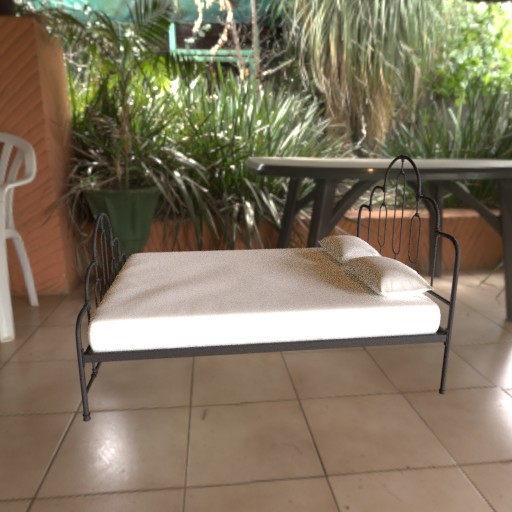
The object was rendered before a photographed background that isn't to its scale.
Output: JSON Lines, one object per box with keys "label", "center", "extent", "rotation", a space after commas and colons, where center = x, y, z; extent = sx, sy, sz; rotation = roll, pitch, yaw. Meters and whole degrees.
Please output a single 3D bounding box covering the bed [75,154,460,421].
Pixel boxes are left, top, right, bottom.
{"label": "bed", "center": [0.000, 0.000, 3.217], "extent": [2.163, 1.429, 1.640], "rotation": [-2, 14, -7]}
